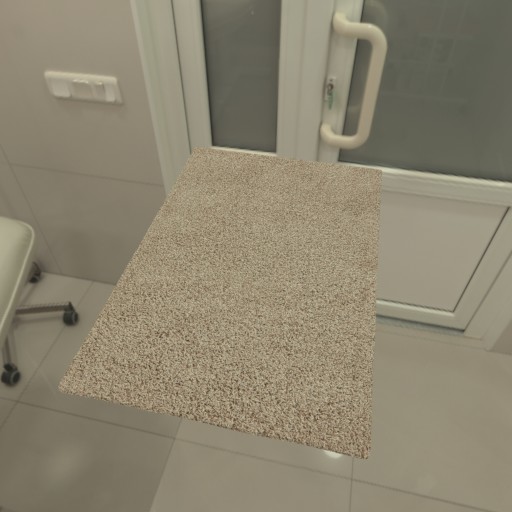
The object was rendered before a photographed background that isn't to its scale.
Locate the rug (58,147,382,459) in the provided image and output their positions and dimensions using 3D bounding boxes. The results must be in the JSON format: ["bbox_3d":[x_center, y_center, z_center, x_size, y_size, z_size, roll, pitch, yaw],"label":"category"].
[{"bbox_3d":[0.000,0.000,2.260,1.219,0.030,1.778,9,47,9],"label":"rug"}]
